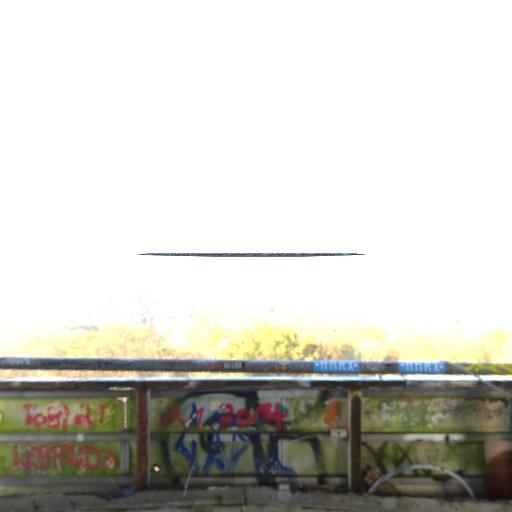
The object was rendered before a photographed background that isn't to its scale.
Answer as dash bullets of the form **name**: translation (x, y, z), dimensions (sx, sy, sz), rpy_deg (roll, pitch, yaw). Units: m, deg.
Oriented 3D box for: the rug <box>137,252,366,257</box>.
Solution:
- **rug**: translation (0.000, 0.000, 2.733), dimensions (0.786, 0.013, 2.480), rpy_deg (0, 0, 1)
